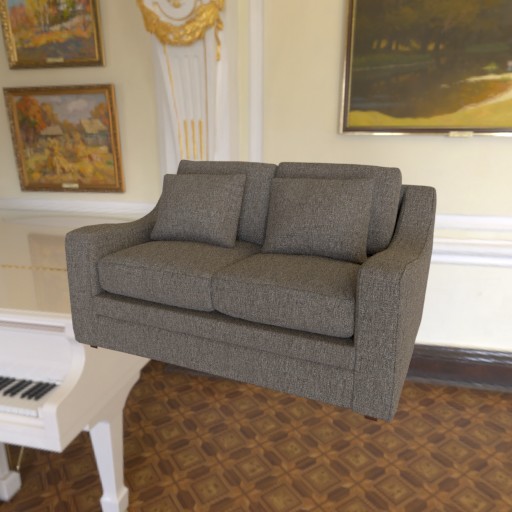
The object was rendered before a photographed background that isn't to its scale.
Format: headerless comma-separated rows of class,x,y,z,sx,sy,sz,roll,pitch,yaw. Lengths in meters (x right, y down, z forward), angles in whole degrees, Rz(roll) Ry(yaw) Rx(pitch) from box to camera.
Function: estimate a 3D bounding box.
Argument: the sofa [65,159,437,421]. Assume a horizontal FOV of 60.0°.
sofa,0.000,0.000,2.455,1.778,0.991,1.120,7,17,24
